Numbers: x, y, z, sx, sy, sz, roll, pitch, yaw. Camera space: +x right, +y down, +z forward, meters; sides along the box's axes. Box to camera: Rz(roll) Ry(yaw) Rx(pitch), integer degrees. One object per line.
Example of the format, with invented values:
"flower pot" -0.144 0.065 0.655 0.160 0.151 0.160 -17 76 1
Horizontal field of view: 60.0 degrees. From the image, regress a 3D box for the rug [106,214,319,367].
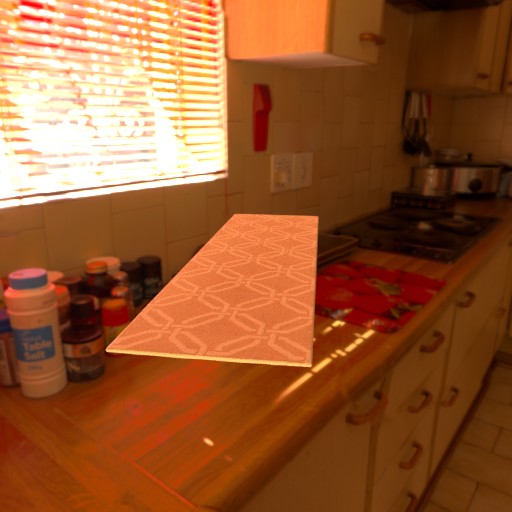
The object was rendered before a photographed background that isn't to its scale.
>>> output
"rug" 0.000 0.000 2.492 0.678 0.014 2.276 2 17 8
